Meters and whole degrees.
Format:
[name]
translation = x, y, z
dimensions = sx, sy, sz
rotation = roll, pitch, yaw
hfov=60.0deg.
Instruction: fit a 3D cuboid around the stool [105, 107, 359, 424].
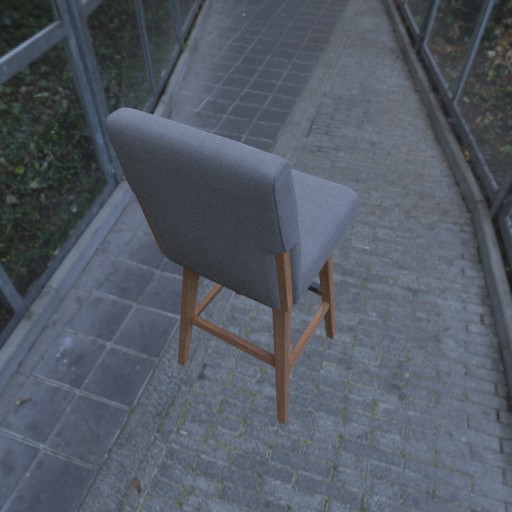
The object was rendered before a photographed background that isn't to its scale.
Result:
[stool]
translation = 0.000, 0.000, 1.400
dimensions = 0.483, 1.112, 0.570
rotation = 23, 50, 21
